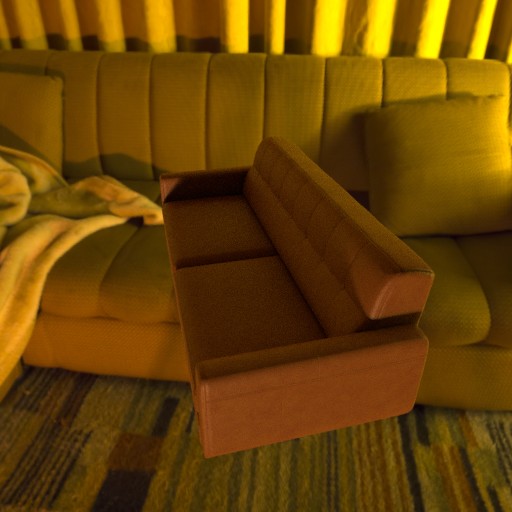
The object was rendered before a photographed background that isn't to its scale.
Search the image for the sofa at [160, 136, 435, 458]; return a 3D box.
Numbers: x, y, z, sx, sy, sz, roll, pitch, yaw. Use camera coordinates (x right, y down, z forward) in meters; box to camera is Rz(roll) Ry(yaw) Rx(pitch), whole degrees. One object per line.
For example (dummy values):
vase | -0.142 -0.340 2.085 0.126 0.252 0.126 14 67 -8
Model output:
sofa | 0.000 0.000 2.612 0.980 0.892 2.137 -7 32 -12
